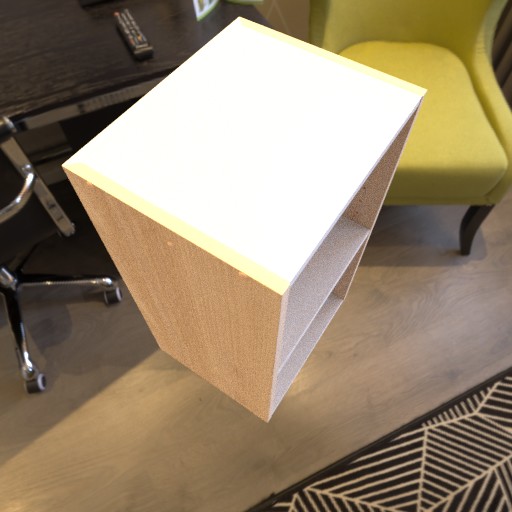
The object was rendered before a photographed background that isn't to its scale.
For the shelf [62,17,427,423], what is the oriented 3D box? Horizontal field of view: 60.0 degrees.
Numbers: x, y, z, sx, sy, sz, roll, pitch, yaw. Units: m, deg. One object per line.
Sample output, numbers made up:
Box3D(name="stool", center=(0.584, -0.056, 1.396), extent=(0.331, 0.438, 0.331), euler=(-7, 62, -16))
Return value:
Box3D(name="shelf", center=(0.000, 0.000, 0.784), extent=(0.290, 0.600, 0.350), euler=(30, 63, 17))
